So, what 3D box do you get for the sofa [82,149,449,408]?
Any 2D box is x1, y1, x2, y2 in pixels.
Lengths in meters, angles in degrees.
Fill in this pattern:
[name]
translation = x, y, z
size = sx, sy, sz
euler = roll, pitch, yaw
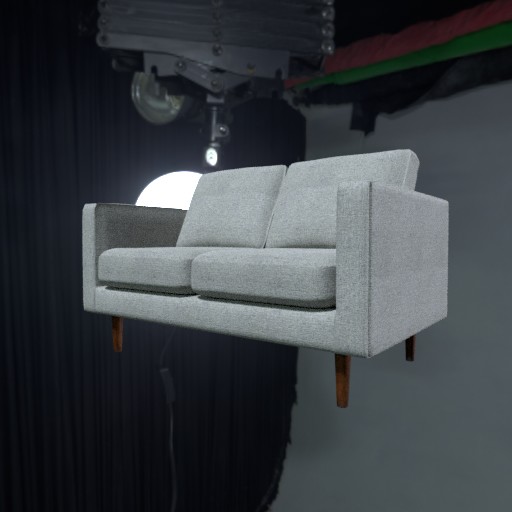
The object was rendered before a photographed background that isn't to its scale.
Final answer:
[sofa]
translation = 0.000, 0.000, 2.144
size = 1.527, 0.973, 0.969
euler = 2, 3, 37
